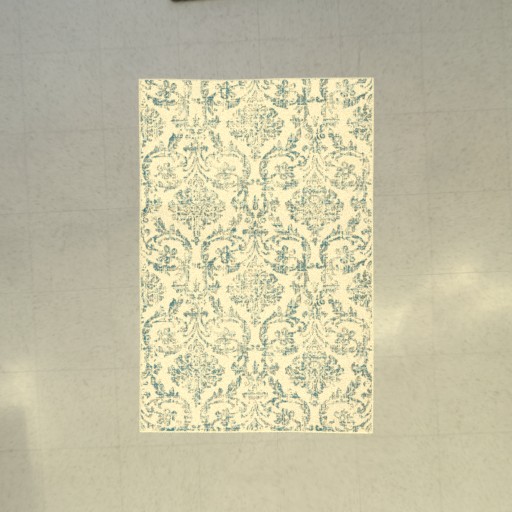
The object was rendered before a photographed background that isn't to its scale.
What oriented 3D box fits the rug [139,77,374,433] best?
[{"bbox_3d":[0.000,0.000,3.432,1.819,0.018,2.746,0,90,1],"label":"rug"}]
